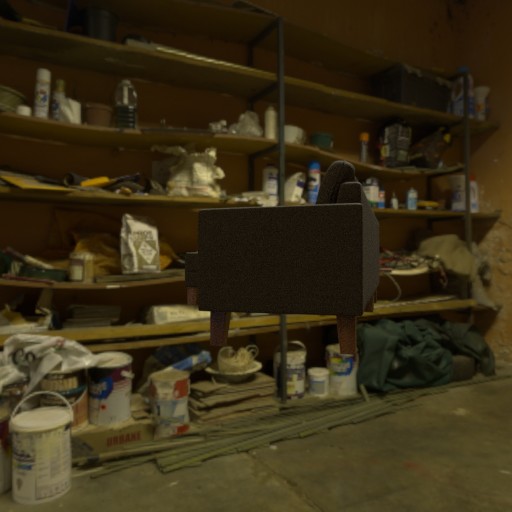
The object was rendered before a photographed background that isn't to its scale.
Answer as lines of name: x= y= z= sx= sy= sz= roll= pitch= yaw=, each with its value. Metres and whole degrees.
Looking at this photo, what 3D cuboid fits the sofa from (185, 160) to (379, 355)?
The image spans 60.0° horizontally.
sofa: x=0.000 y=0.000 z=3.515 sx=1.829 sy=0.932 sz=2.679 roll=0 pitch=-1 yaw=17
